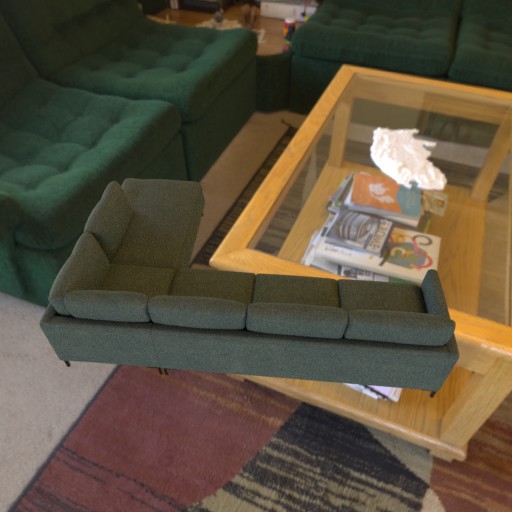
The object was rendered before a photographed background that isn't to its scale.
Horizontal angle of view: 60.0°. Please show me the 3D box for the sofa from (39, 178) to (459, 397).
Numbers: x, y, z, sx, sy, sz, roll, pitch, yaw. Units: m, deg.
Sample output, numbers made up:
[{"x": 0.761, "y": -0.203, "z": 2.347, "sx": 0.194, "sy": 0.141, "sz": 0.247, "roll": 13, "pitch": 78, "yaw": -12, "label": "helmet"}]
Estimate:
[{"x": 0.000, "y": 0.000, "z": 3.847, "sx": 2.949, "sy": 0.815, "sz": 2.007, "roll": 4, "pitch": 46, "yaw": 4, "label": "sofa"}]
